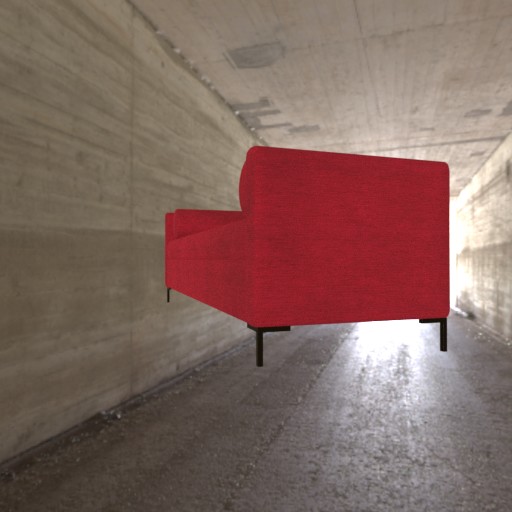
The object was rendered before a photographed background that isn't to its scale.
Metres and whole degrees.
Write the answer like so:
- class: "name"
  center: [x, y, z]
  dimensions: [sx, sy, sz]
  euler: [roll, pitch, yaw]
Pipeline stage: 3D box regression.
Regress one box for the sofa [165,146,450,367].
- class: "sofa"
  center: [0.000, 0.000, 2.275]
  dimensions: [0.686, 0.635, 1.981]
  euler: [0, 0, -19]
